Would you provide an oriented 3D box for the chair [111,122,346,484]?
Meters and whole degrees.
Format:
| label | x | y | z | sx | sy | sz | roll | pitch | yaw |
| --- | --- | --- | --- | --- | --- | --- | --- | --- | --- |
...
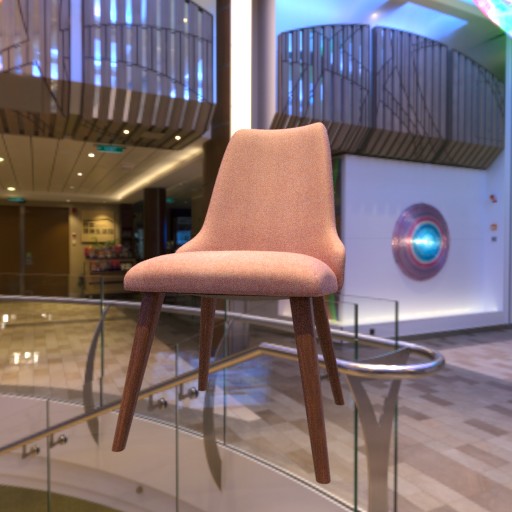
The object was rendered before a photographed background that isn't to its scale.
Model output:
| label | x | y | z | sx | sy | sz | roll | pitch | yaw |
| --- | --- | --- | --- | --- | --- | --- | --- | --- | --- |
| chair | 0.000 | 0.000 | 1.306 | 0.535 | 0.918 | 0.707 | 0 | 1 | 18 |
